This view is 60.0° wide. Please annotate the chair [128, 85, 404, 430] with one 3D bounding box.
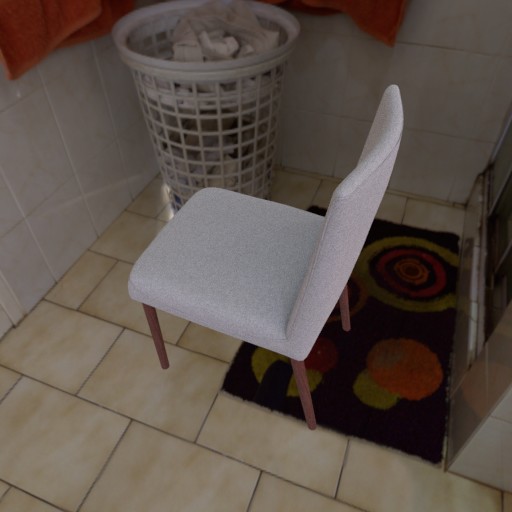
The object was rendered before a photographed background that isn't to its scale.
[{"bbox_3d":[0.000,0.000,1.176,0.570,0.859,0.456,17,48,16],"label":"chair"}]
